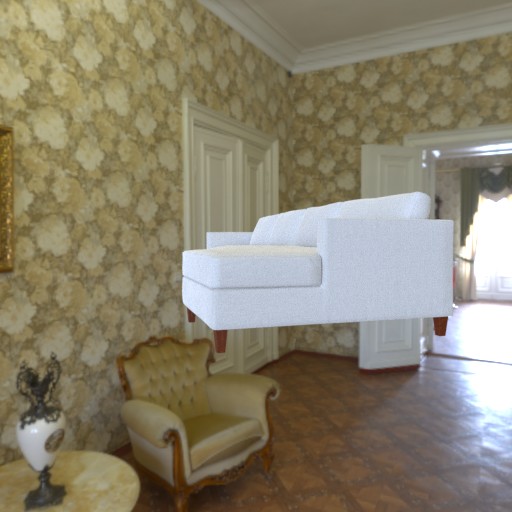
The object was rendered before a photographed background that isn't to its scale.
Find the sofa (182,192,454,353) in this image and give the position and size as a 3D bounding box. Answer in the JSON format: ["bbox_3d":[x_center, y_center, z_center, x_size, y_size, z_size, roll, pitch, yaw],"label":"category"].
[{"bbox_3d":[0.000,0.000,4.228,1.599,0.954,3.471,-1,2,-17],"label":"sofa"}]
